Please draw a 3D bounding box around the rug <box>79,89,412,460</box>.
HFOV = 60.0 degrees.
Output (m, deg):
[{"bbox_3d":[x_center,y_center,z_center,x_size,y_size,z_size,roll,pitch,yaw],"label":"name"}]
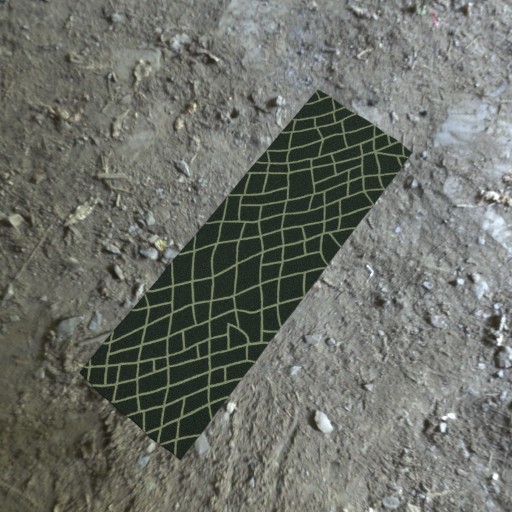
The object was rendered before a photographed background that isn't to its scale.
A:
[{"bbox_3d":[0.000,0.000,2.835,0.807,0.010,2.476,37,79,8],"label":"rug"}]
